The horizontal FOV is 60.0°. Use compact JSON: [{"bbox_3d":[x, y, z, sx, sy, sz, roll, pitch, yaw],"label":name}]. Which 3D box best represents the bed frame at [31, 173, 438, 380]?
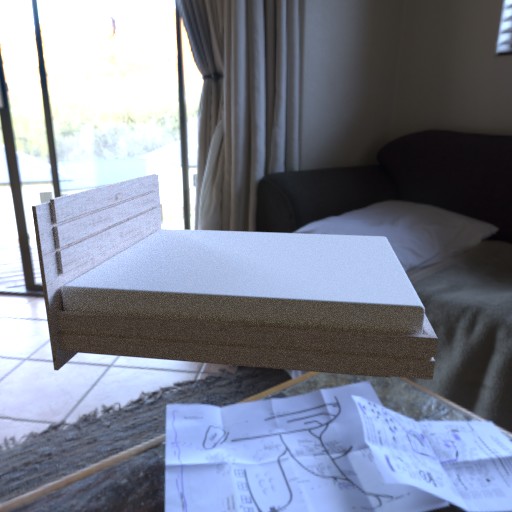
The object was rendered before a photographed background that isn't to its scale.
[{"bbox_3d":[0.000,0.000,3.098,2.080,0.970,1.750,2,16,9],"label":"bed frame"}]
